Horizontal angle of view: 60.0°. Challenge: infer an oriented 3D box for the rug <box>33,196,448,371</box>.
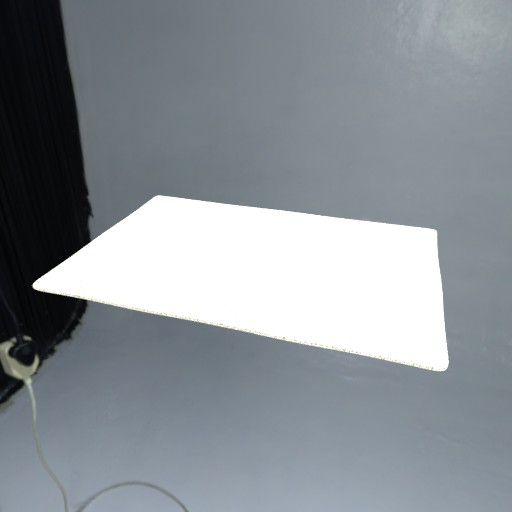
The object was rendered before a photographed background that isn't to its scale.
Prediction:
[{"bbox_3d":[0.000,0.000,3.432,2.698,0.025,1.798,9,30,15],"label":"rug"}]
